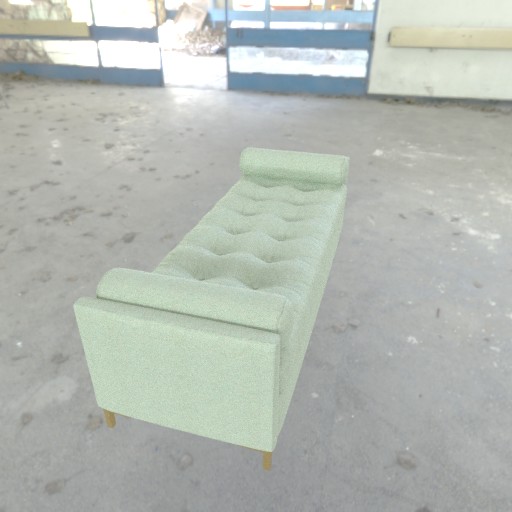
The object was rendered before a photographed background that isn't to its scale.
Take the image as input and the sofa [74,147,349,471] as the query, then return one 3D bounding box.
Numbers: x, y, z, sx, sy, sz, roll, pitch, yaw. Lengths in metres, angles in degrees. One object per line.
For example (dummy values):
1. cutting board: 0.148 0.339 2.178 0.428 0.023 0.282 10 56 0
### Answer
1. sofa: 0.000 0.000 2.514 0.796 0.705 2.102 9 31 14
